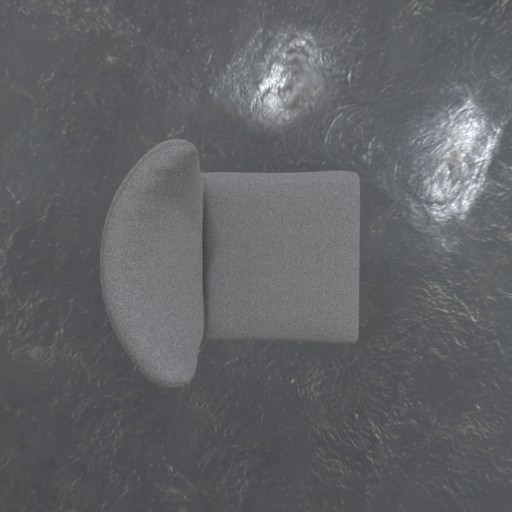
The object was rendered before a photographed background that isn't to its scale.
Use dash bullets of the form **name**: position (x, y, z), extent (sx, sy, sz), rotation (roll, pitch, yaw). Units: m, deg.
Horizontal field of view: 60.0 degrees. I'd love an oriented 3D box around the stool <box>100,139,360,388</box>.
- **stool**: position (0.000, 0.000, 1.281), extent (0.568, 0.968, 0.481), rotation (0, 92, 0)
